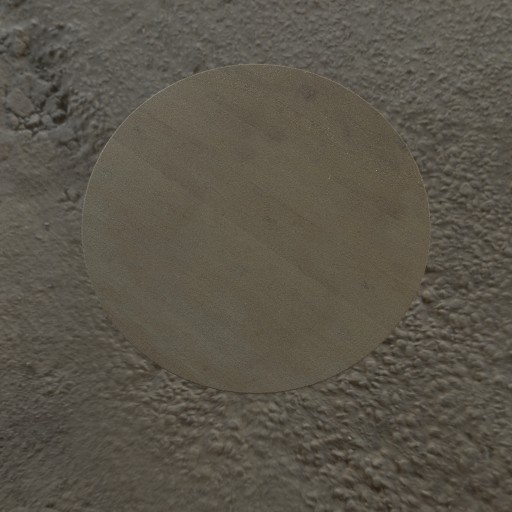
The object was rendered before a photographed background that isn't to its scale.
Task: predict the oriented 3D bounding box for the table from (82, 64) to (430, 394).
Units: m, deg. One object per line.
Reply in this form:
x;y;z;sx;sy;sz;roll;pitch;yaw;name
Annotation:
0.000;0.000;1.397;0.800;0.780;0.800;0;75;0;table
